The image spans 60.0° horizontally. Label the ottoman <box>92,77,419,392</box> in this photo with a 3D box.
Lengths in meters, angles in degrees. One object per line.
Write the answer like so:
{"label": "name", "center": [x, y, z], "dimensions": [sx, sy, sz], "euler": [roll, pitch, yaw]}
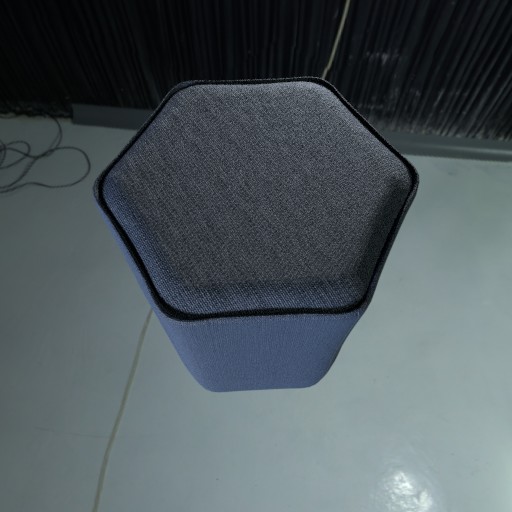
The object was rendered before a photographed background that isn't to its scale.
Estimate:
{"label": "ottoman", "center": [0.000, 0.000, 0.871], "dimensions": [0.492, 0.505, 0.454], "euler": [1, 63, 1]}
